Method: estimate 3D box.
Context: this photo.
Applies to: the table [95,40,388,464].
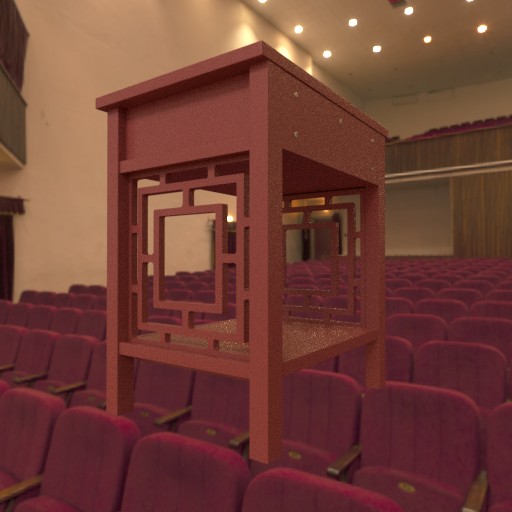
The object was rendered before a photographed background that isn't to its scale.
[{"bbox_3d":[0.000,0.000,1.081,0.451,0.686,0.599,0,-1,35],"label":"table"}]
